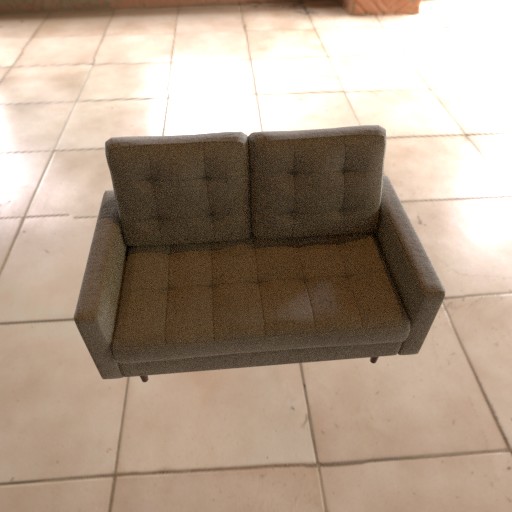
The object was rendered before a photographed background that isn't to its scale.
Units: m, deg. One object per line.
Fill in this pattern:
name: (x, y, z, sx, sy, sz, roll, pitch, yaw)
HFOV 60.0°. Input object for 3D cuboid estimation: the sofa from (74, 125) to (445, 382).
sofa: (0.000, 0.000, 1.992, 1.407, 0.907, 0.842, -4, 46, -4)
